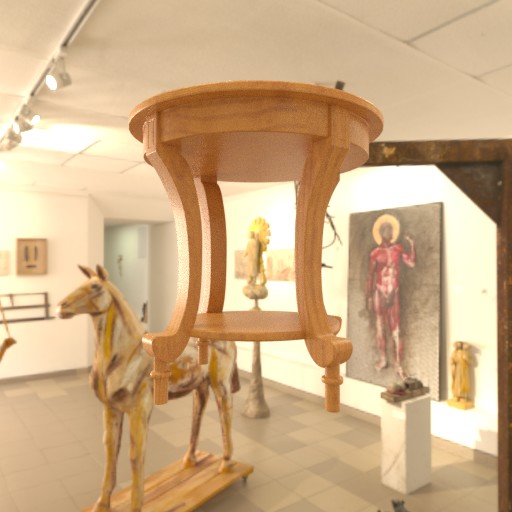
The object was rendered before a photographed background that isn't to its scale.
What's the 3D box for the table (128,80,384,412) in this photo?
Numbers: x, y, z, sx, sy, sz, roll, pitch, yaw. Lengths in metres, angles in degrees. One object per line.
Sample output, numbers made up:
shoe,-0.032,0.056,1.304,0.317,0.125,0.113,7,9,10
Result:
table,0.000,0.000,1.073,0.597,0.612,0.597,0,-1,0
